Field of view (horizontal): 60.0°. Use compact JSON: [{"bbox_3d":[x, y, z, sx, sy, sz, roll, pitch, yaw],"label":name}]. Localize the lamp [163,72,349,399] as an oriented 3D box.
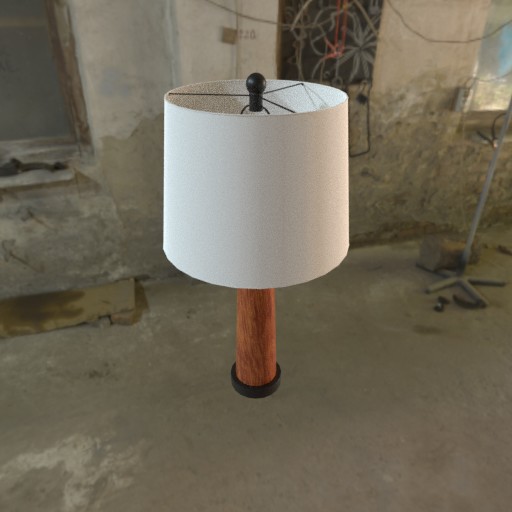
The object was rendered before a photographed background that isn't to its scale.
[{"bbox_3d":[0.000,0.000,0.865,0.349,0.667,0.349,0,30,0],"label":"lamp"}]
